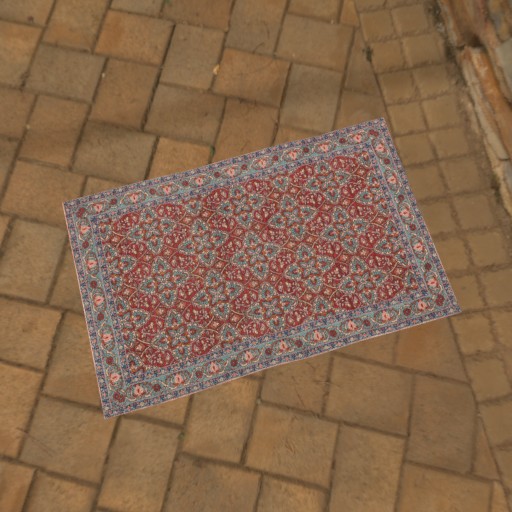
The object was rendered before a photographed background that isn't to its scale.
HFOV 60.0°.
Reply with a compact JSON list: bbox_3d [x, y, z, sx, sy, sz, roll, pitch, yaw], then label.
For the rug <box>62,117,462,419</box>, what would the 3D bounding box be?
[{"bbox_3d":[0.000,0.000,3.072,2.439,0.011,1.533,-16,77,-4],"label":"rug"}]
